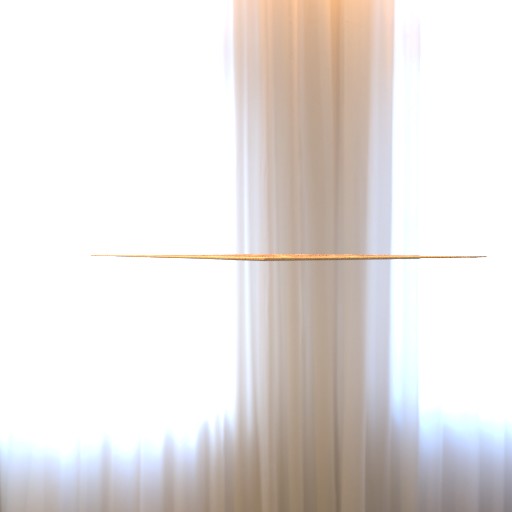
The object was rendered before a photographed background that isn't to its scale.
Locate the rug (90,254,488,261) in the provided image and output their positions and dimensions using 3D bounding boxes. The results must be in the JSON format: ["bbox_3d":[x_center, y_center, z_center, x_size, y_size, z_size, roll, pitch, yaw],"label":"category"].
[{"bbox_3d":[0.000,0.000,2.923,1.526,0.014,2.290,0,1,-35],"label":"rug"}]
